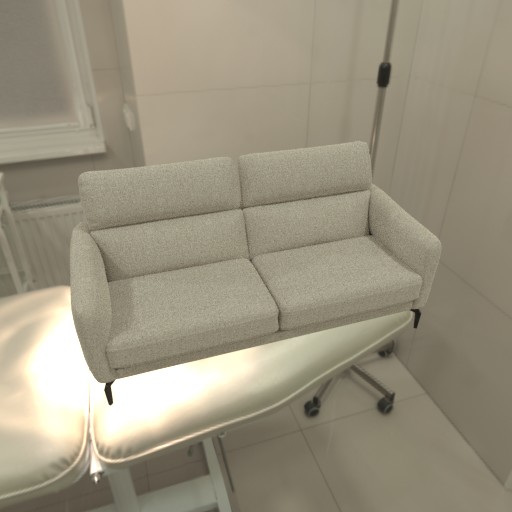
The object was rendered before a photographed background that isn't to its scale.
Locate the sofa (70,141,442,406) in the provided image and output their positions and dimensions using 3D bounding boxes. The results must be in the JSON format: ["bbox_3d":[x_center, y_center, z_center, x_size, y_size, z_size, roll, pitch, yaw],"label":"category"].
[{"bbox_3d":[0.000,0.000,2.580,2.015,0.956,0.856,-10,34,-16],"label":"sofa"}]
